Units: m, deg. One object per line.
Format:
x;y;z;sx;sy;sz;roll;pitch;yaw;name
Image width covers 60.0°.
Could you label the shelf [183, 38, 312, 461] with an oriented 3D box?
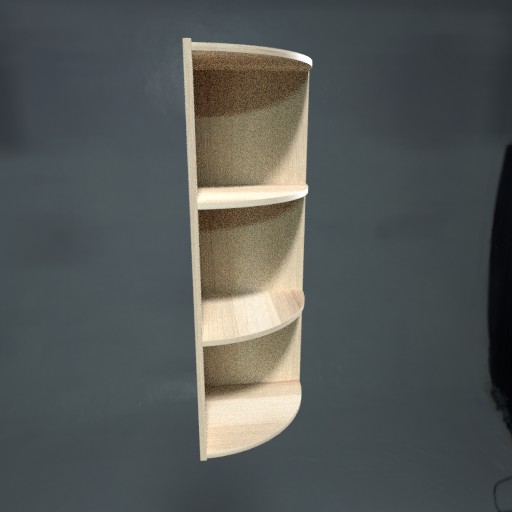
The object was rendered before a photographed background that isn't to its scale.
0.000;0.000;1.036;0.290;0.872;0.290;-2;16;-7;shelf
